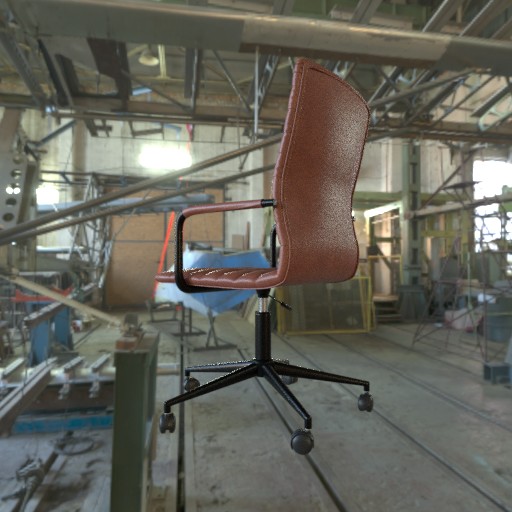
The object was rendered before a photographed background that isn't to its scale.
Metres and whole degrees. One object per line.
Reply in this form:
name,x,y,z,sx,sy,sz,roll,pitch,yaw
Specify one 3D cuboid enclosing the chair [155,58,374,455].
chair,0.000,0.000,1.279,0.578,0.878,0.600,-1,-1,35
